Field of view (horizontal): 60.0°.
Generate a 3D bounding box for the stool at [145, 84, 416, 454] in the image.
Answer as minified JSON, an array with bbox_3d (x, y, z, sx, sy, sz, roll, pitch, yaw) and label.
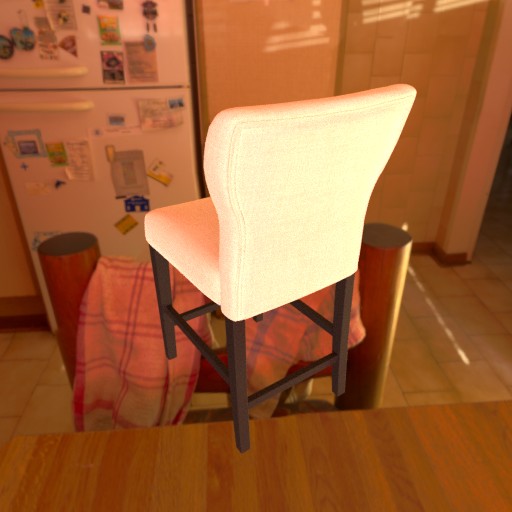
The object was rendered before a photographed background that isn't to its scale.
[{"bbox_3d":[0.000,0.000,1.298,0.514,0.972,0.603,-19,34,-30],"label":"stool"}]
